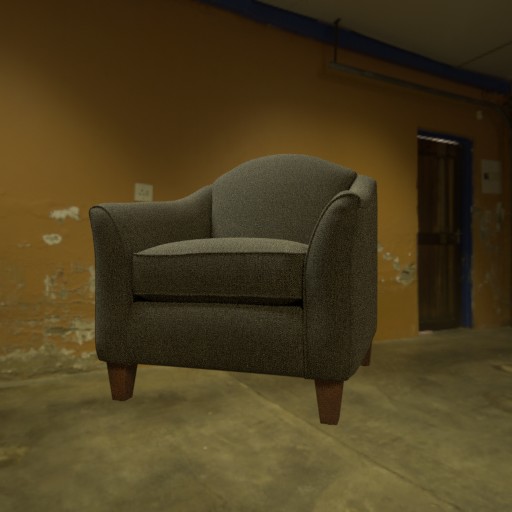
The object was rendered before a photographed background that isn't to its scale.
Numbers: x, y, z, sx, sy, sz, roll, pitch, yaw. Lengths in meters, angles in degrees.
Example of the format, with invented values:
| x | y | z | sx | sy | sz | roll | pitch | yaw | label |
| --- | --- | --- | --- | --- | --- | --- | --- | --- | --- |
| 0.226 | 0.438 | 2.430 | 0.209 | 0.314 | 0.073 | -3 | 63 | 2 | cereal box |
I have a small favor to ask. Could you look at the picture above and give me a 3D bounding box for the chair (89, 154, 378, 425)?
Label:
| x | y | z | sx | sy | sz | roll | pitch | yaw | label |
| --- | --- | --- | --- | --- | --- | --- | --- | --- | --- |
| 0.000 | 0.000 | 1.495 | 0.763 | 0.839 | 0.787 | 0 | -1 | 18 | chair |
